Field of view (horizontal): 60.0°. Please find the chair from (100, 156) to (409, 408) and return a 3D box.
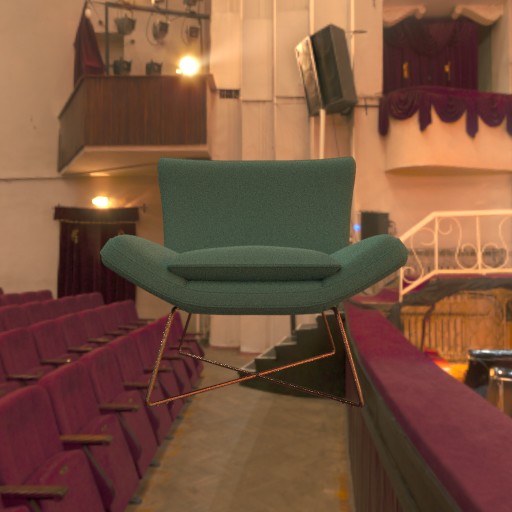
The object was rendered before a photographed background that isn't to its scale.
[{"bbox_3d":[0.000,0.000,1.679,0.859,0.855,1.008,0,-1,1],"label":"chair"}]
